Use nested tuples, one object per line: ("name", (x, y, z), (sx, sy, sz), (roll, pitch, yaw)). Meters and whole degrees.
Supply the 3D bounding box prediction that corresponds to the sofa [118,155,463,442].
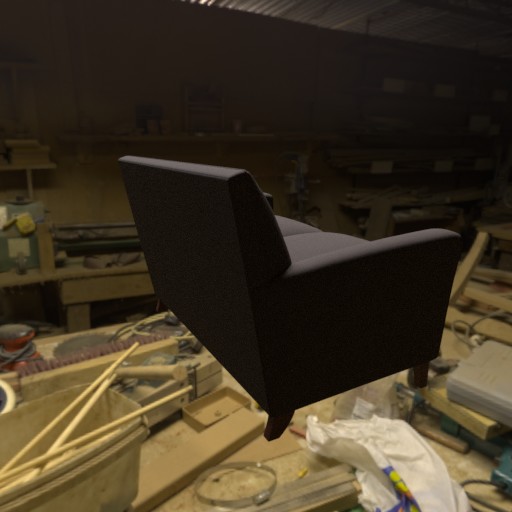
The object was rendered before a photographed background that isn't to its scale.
("sofa", (0.000, 0.000, 1.967), (0.871, 0.846, 1.420), (-8, 16, -27))
